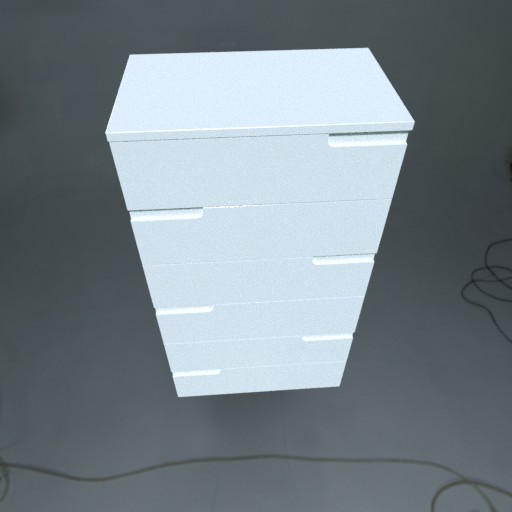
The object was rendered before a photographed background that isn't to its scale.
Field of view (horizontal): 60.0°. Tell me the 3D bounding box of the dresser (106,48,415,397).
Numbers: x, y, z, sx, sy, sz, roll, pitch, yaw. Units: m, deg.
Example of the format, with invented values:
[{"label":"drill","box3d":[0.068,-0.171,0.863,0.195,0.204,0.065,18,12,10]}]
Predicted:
[{"label":"dresser","box3d":[0.000,0.000,1.494,0.650,1.190,0.400,-3,46,-3]}]
